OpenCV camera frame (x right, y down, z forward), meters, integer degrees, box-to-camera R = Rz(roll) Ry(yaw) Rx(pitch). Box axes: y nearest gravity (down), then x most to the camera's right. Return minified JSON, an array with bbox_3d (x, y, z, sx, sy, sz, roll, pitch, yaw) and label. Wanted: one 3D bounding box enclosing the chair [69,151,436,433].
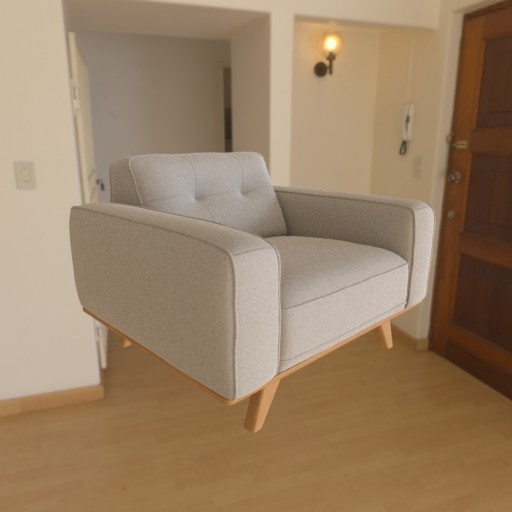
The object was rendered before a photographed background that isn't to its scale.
[{"bbox_3d":[0.000,0.000,1.743,1.115,0.779,0.953,-14,20,-43],"label":"chair"}]
